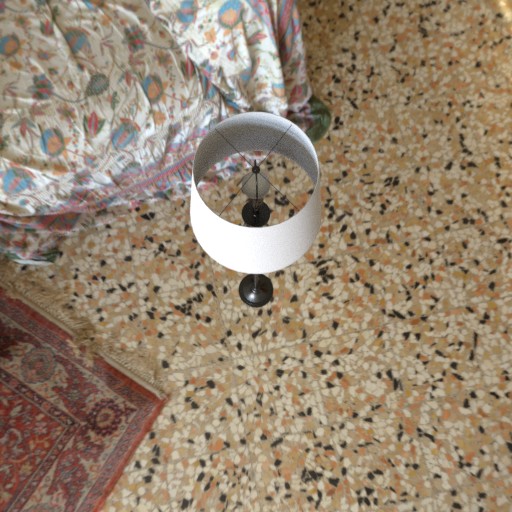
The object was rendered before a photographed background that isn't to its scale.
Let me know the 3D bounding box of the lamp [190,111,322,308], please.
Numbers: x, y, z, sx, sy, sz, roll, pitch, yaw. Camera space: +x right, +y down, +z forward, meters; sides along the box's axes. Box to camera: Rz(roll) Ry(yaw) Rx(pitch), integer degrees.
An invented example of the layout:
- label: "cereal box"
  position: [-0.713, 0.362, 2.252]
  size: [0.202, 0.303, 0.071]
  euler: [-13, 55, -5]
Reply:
- label: "lamp"
  position: [0.000, 0.000, 1.796]
  size: [0.379, 1.623, 0.379]
  euler: [0, 76, 0]
